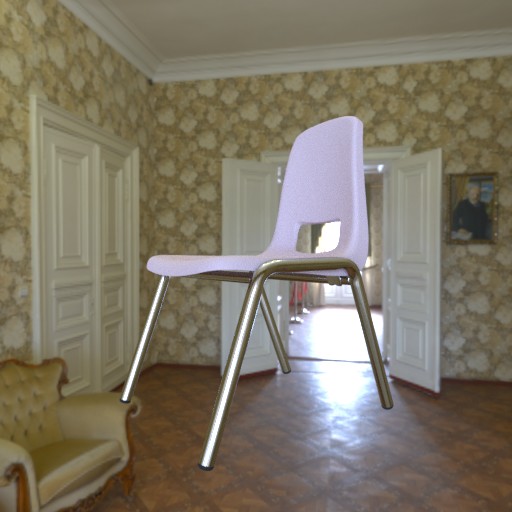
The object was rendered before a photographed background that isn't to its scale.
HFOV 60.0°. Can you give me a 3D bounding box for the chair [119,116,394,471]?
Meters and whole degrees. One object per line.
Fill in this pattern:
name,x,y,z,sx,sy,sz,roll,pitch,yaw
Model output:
chair,0.000,0.000,0.858,0.423,0.586,0.354,0,0,-35
